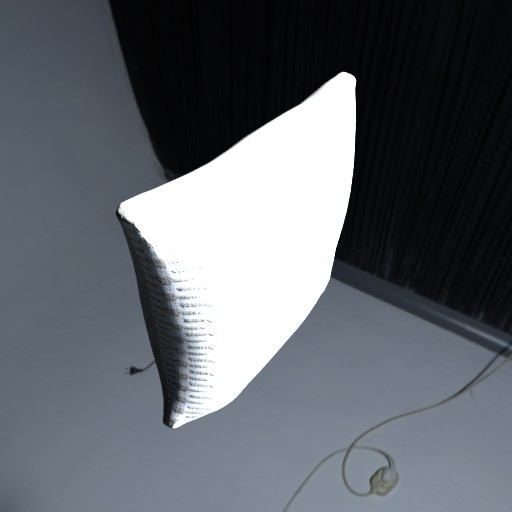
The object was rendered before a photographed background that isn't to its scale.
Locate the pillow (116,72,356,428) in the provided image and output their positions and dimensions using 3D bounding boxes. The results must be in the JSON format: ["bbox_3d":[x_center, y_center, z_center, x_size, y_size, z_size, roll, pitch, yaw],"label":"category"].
[{"bbox_3d":[0.000,0.000,0.770,0.219,0.491,0.496,27,48,26],"label":"pillow"}]
